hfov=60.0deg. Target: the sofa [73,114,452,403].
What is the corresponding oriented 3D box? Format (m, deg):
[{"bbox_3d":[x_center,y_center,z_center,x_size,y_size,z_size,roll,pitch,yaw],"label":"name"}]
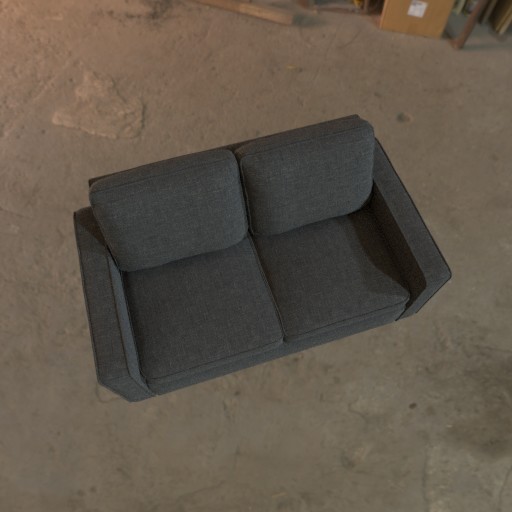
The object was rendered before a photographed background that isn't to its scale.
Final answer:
[{"bbox_3d":[0.000,0.000,2.314,1.709,0.918,0.947,-16,65,-8],"label":"sofa"}]
